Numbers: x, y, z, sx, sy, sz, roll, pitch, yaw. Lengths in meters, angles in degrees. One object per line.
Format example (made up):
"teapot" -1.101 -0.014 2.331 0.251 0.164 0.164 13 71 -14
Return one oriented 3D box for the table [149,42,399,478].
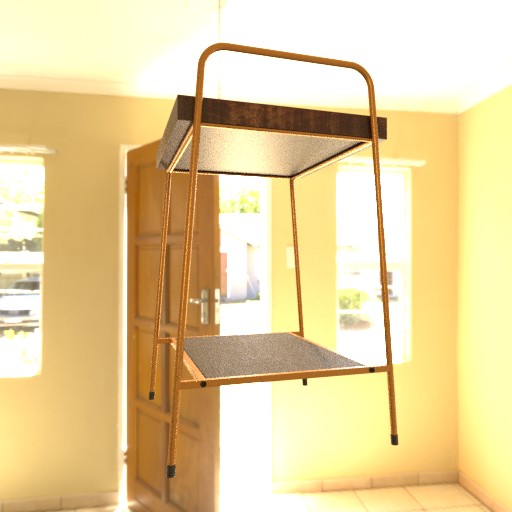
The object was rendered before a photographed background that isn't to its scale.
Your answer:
"table" 0.000 0.000 0.973 0.430 0.710 0.430 0 -1 -17
